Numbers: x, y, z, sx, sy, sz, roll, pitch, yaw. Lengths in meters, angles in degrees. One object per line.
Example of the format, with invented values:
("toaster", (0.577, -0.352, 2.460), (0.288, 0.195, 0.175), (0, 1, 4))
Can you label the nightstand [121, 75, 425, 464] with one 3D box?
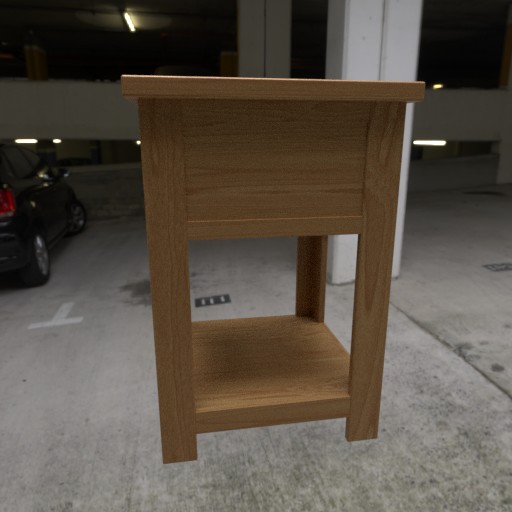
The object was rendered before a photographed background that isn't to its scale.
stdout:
("nightstand", (0.000, 0.000, 0.885), (0.428, 0.614, 0.418), (-3, 15, -10))
